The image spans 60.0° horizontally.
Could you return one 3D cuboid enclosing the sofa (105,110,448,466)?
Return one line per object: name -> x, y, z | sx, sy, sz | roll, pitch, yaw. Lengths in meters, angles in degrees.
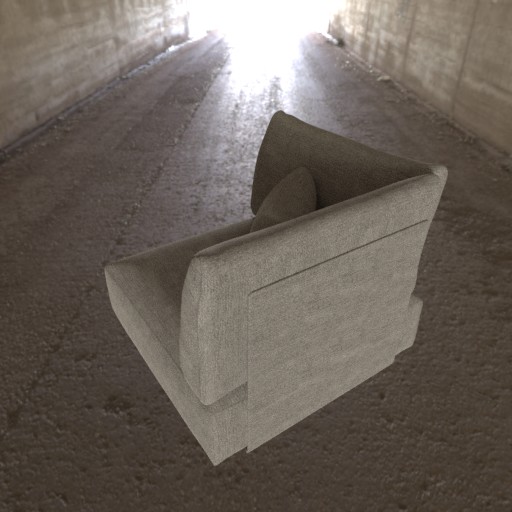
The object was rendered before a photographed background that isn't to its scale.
sofa -> 0.000, 0.000, 1.762 | 1.000, 0.820, 1.000 | -20, 38, -29
